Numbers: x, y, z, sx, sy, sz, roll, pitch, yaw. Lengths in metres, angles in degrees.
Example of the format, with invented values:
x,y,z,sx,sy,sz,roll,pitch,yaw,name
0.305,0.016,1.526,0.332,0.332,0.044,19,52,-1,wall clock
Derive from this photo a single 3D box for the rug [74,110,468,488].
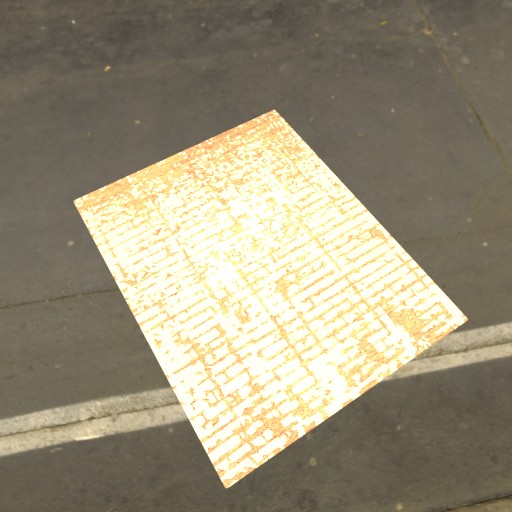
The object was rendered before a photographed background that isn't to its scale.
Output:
x,y,z,sx,sy,sz,roll,pitch,yaw,name
0.000,0.000,4.165,2.441,0.011,3.050,-29,64,-15,rug
